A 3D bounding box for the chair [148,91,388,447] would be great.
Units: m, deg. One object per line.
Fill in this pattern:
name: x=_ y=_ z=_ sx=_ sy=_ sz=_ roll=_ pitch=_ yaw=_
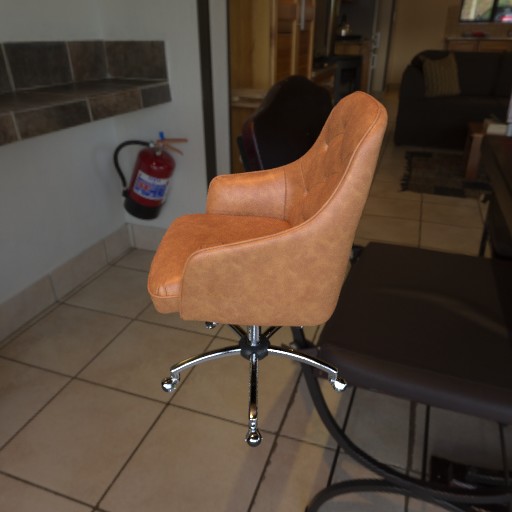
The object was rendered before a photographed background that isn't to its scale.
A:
chair: x=0.000 y=0.000 z=1.322 sx=0.615 sy=0.909 sz=0.628 roll=0 pitch=27 yaw=0
